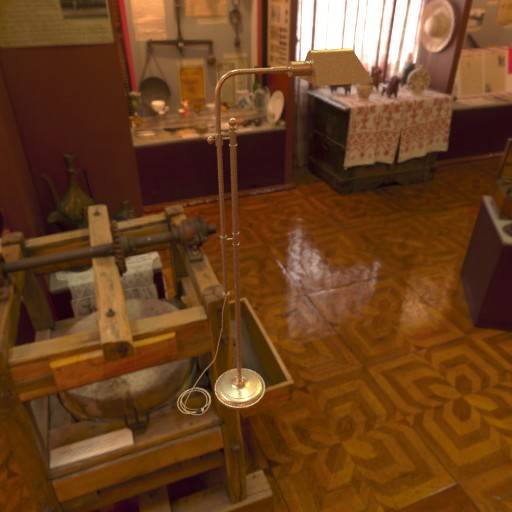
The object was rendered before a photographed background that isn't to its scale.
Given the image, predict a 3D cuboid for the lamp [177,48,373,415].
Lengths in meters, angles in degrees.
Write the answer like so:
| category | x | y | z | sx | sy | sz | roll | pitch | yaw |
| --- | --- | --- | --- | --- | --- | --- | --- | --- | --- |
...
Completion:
| category | x | y | z | sx | sy | sz | roll | pitch | yaw |
| --- | --- | --- | --- | --- | --- | --- | --- | --- | --- |
| lamp | 0.000 | 0.000 | 1.869 | 0.813 | 1.571 | 0.256 | -10 | 34 | -16 |
